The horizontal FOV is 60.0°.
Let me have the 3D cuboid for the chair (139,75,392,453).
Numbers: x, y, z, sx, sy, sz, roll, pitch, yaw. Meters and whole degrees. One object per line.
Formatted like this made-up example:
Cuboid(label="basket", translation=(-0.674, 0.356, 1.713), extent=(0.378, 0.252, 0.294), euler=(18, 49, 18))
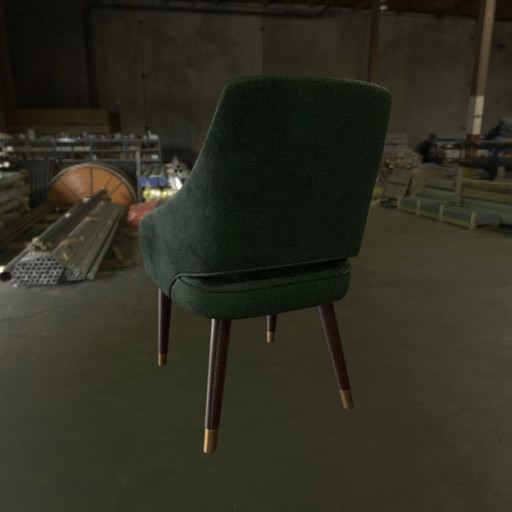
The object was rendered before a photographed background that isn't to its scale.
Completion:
Cuboid(label="chair", translation=(0.000, 0.000, 1.548), extent=(0.683, 1.081, 0.794), euler=(-7, 16, -25))
